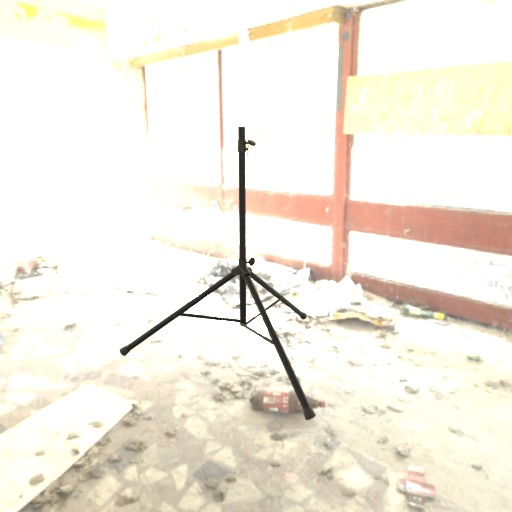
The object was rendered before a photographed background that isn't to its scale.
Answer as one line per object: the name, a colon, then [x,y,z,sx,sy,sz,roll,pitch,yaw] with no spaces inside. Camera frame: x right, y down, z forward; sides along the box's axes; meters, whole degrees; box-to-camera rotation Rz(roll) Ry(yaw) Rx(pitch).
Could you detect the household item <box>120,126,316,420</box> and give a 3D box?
household item: [0.000,0.000,2.818,1.596,1.595,1.339,-7,15,-25]
